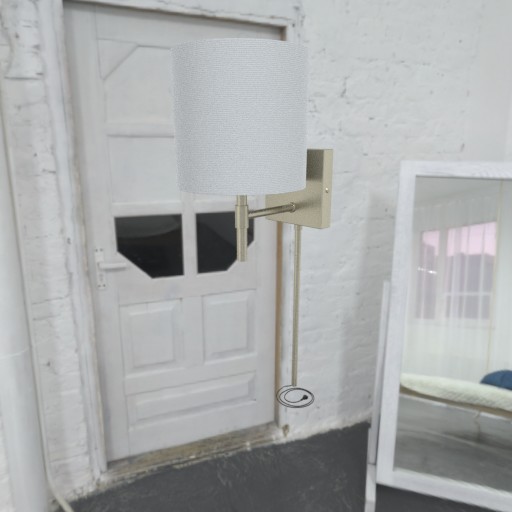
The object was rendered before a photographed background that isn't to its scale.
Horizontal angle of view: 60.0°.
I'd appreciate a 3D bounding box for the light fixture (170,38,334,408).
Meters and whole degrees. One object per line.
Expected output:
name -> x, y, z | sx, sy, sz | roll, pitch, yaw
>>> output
light fixture -> 0.000, 0.000, 0.704 | 0.188, 0.589, 0.248 | 15, 22, 43
